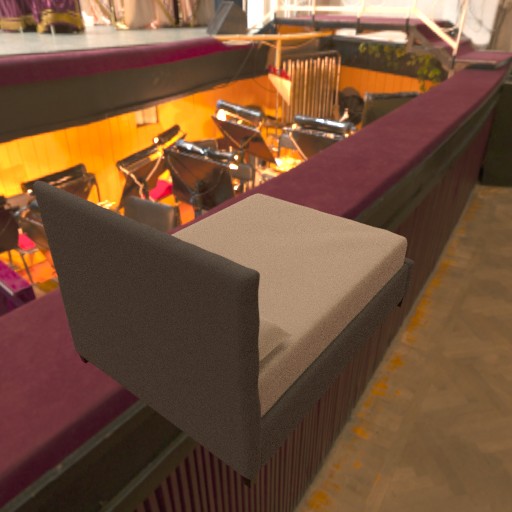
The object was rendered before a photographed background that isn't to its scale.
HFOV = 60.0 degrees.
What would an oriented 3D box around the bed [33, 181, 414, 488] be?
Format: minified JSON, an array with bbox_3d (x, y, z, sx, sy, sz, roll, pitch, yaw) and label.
[{"bbox_3d":[0.000,0.000,3.291,1.698,1.427,2.231,22,37,32],"label":"bed"}]
